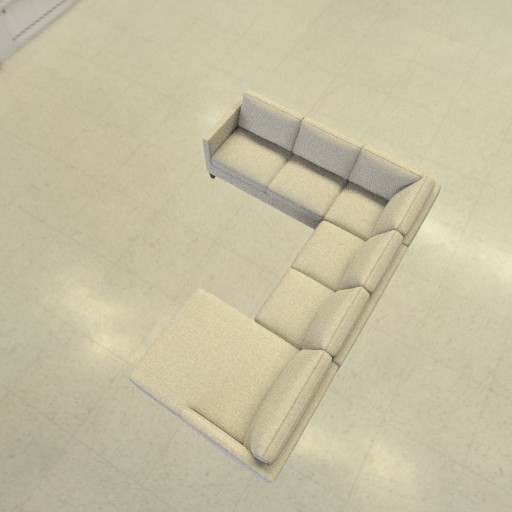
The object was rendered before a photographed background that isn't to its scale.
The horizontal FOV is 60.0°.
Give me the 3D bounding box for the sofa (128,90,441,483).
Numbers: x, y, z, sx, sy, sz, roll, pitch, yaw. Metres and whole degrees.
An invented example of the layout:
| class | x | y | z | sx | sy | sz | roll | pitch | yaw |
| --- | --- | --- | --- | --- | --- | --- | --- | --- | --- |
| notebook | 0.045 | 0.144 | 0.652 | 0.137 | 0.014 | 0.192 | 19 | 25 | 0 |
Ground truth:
| class | x | y | z | sx | sy | sz | roll | pitch | yaw |
| --- | --- | --- | --- | --- | --- | --- | --- | --- | --- |
| sofa | 0.000 | 0.000 | 4.564 | 2.551 | 0.889 | 3.403 | 30 | 66 | 15 |
